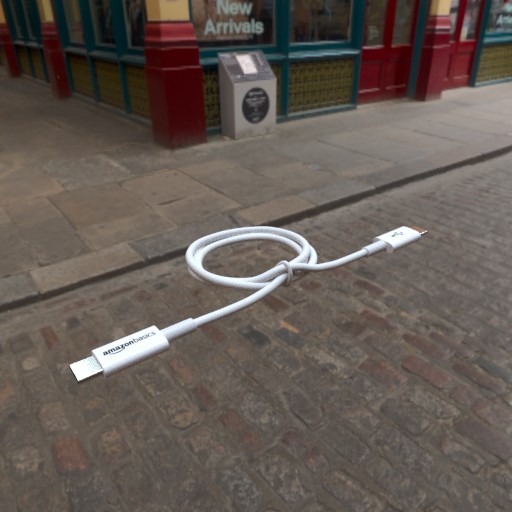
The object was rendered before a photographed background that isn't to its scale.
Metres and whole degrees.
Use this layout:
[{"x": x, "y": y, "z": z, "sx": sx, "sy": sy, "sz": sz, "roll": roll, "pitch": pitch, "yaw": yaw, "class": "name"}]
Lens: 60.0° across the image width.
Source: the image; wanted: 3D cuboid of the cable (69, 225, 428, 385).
[{"x": 0.000, "y": 0.000, "z": 0.229, "sx": 0.203, "sy": 0.014, "sz": 0.070, "roll": -20, "pitch": 34, "yaw": -32, "class": "cable"}]
